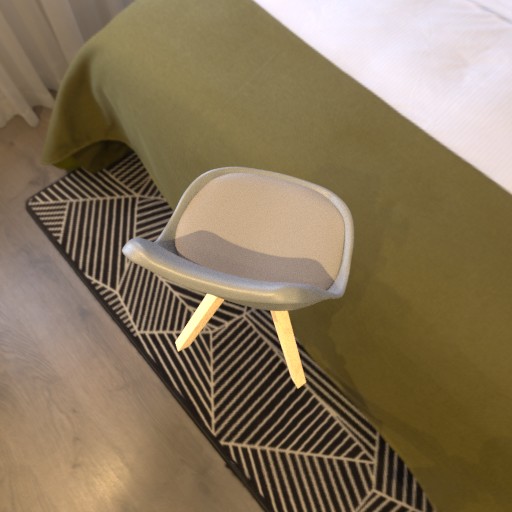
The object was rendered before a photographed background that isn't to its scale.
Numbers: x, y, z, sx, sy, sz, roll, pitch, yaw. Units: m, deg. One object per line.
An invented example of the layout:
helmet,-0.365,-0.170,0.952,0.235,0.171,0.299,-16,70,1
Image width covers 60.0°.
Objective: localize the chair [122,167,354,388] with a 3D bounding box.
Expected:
chair,0.000,0.000,1.175,0.485,0.850,0.550,15,65,7
